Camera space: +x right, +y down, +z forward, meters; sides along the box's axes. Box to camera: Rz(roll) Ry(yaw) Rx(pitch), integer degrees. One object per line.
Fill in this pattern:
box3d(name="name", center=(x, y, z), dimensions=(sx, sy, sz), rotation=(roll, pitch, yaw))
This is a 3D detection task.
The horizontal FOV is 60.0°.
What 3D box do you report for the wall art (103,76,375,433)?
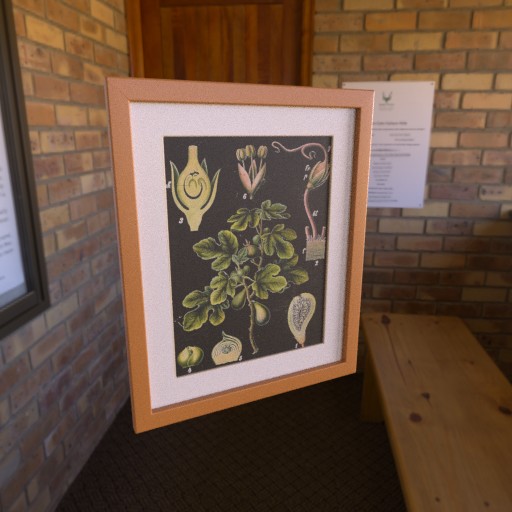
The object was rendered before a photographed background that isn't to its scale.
box3d(name="wall art", center=(0.000, 0.000, 0.523), dimensions=(0.310, 0.379, 0.015), rotation=(-7, 17, -25))
